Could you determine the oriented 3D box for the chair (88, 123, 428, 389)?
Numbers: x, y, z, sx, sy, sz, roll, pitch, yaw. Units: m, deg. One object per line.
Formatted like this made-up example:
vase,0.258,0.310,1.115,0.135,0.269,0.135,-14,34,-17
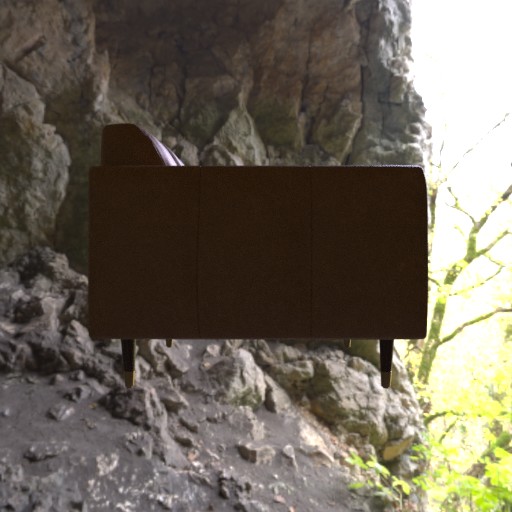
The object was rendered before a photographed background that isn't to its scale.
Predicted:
chair,0.000,0.000,1.686,0.998,0.819,0.953,0,0,0
